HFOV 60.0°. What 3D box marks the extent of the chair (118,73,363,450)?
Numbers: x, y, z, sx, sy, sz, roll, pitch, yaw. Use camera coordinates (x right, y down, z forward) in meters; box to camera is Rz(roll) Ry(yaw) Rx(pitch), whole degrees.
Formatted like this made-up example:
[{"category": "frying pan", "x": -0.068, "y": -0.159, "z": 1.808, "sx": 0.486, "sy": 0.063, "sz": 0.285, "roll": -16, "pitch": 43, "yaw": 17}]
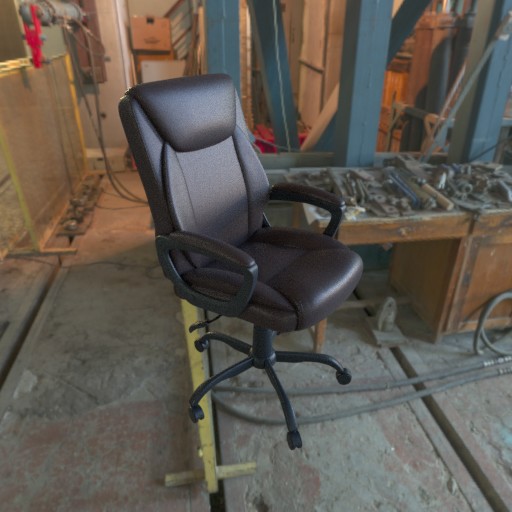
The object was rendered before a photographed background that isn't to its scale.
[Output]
[{"category": "chair", "x": 0.000, "y": 0.000, "z": 1.465, "sx": 0.655, "sy": 1.072, "sz": 0.615, "roll": 19, "pitch": 33, "yaw": 31}]
